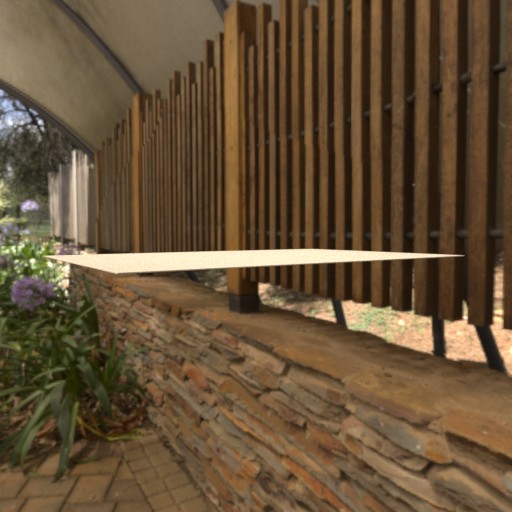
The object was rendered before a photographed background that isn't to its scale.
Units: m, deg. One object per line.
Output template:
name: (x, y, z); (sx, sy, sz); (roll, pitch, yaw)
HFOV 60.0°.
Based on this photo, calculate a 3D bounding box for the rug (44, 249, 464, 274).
rug: (0.000, 0.000, 2.888); (2.289, 0.006, 1.523); (-2, 4, -35)
